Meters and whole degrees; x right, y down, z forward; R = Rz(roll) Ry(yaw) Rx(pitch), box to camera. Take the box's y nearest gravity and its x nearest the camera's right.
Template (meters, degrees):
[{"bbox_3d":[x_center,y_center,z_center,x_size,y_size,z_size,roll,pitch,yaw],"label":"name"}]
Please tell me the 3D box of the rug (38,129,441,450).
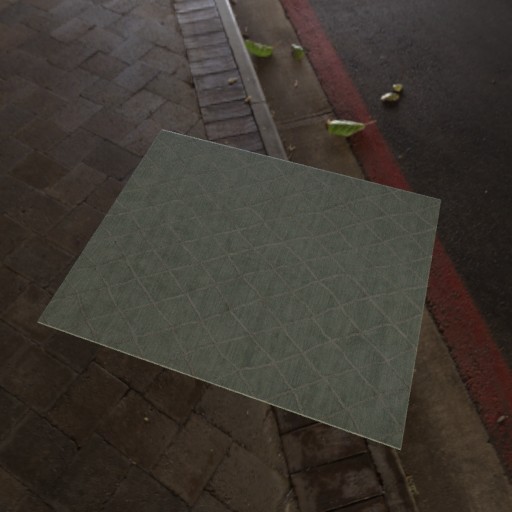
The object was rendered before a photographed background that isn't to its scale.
[{"bbox_3d":[0.000,0.000,4.049,3.039,0.019,2.420,16,60,10],"label":"rug"}]
